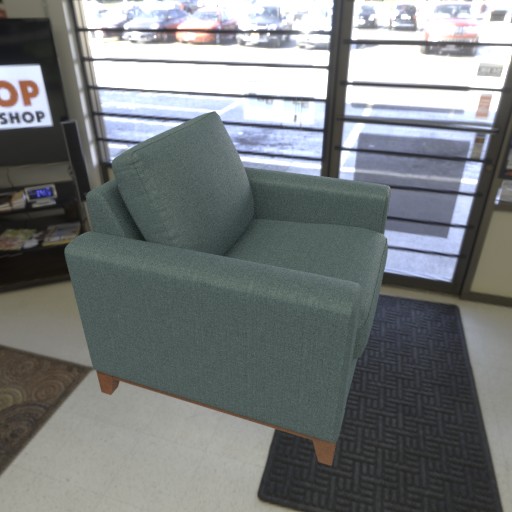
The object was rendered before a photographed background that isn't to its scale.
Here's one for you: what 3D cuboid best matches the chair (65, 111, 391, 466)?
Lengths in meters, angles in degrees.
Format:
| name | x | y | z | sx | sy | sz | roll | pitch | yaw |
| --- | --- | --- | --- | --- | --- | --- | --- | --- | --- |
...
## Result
| name | x | y | z | sx | sy | sz | roll | pitch | yaw |
| --- | --- | --- | --- | --- | --- | --- | --- | --- | --- |
| chair | 0.000 | 0.000 | 1.868 | 1.038 | 1.010 | 1.024 | 11 | 32 | 18 |
